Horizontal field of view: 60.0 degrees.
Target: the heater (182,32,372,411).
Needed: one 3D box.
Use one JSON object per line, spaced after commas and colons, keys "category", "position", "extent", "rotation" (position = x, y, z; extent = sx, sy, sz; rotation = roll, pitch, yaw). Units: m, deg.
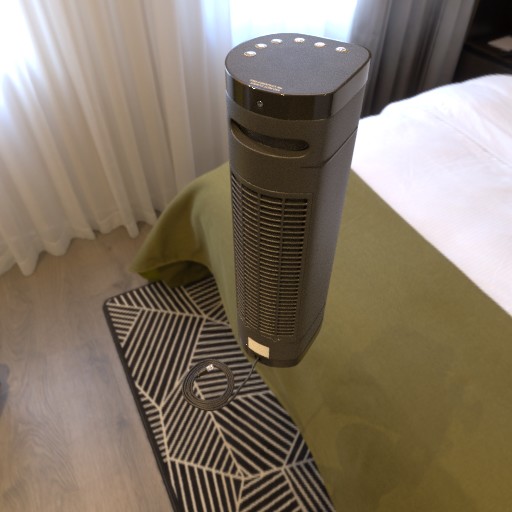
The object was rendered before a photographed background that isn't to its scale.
{"category": "heater", "position": [0.000, 0.000, 0.682], "extent": [0.174, 0.552, 0.312], "rotation": [24, 50, 21]}
